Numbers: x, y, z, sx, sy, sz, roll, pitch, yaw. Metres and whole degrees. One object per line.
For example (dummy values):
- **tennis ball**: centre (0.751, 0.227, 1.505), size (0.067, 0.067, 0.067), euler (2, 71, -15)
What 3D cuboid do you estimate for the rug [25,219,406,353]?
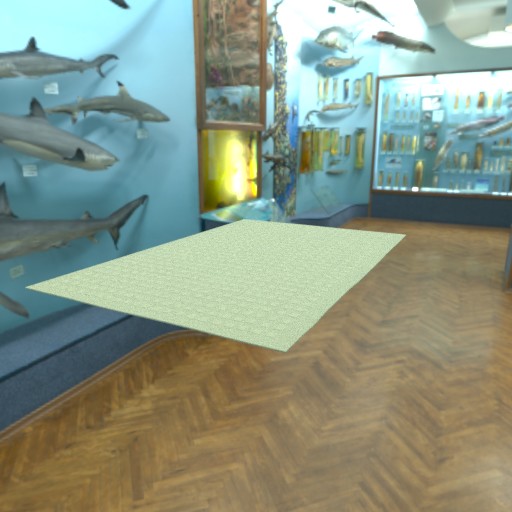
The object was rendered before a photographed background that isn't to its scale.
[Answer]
- **rug**: centre (0.000, 0.000, 2.234), size (1.143, 0.006, 1.747), euler (8, 17, 27)
